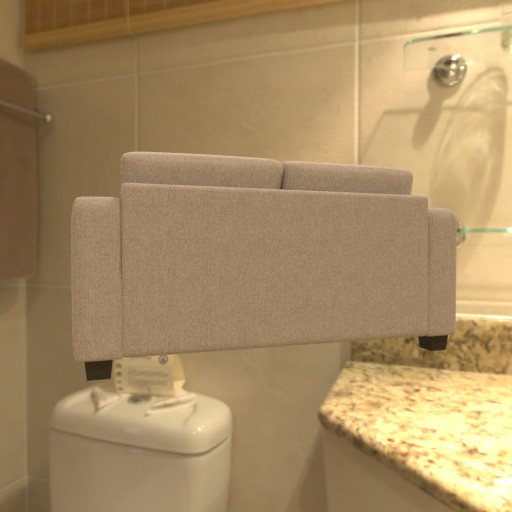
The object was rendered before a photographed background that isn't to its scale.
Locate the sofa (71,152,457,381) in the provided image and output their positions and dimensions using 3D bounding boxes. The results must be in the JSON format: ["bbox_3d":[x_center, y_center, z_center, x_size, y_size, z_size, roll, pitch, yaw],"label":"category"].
[{"bbox_3d":[0.000,0.000,2.071,1.540,0.800,0.900,0,1,-18],"label":"sofa"}]
